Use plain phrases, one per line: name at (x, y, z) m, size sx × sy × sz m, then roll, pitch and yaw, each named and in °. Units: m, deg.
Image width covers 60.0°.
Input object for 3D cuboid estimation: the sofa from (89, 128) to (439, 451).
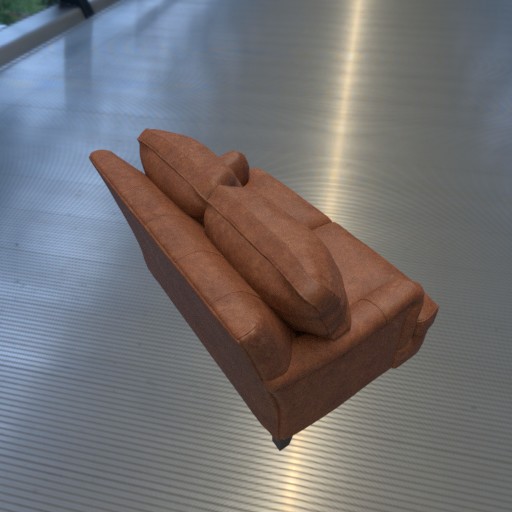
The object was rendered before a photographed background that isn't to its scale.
sofa at (0.000, 0.000, 2.253) m, size 1.077 × 1.004 × 1.527 m, roll -24°, pitch 46°, yaw -25°
